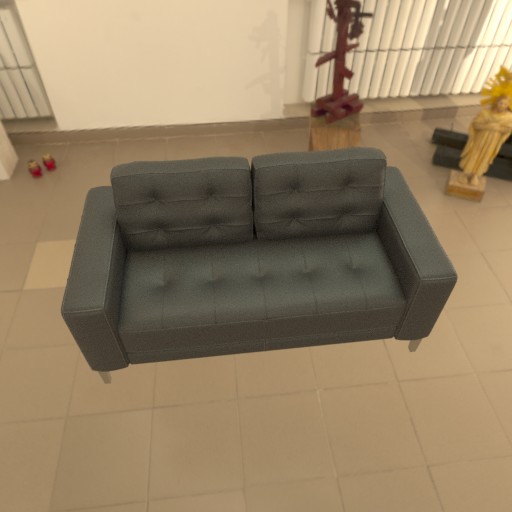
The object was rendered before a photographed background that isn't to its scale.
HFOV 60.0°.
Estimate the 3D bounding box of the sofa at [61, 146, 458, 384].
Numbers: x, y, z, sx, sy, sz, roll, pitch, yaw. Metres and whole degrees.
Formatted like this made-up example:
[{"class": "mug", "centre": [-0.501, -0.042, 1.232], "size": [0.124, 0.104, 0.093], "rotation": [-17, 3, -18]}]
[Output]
[{"class": "sofa", "centre": [0.000, 0.000, 2.263], "size": [1.726, 0.893, 0.833], "rotation": [-5, 47, -4]}]
